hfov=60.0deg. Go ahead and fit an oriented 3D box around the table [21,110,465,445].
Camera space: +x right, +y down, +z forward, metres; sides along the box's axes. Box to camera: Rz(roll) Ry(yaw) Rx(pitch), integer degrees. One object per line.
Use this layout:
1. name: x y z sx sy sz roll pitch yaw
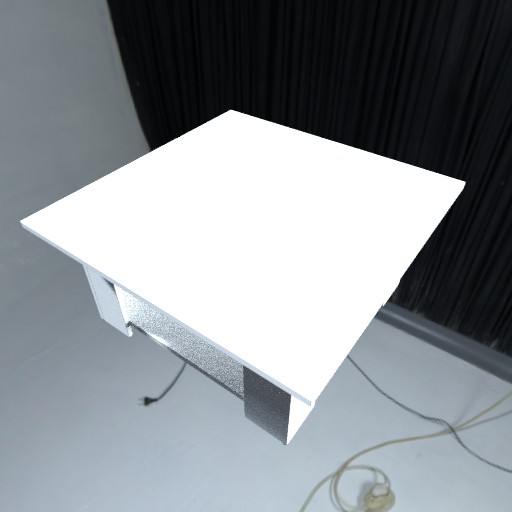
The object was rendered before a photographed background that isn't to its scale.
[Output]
1. table: 0.000 0.000 1.037 0.670 0.305 0.670 26 47 26
